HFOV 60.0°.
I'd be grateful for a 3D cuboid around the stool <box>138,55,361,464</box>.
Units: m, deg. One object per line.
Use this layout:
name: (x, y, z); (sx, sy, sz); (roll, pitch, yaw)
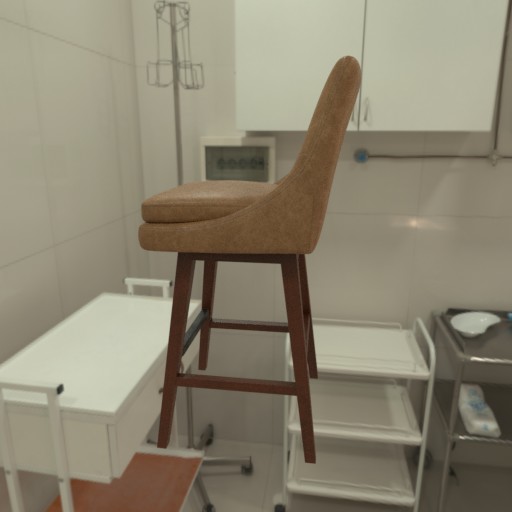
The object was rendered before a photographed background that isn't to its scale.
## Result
stool: (0.000, 0.000, 1.377); (0.572, 1.079, 0.487); (2, 16, 8)
